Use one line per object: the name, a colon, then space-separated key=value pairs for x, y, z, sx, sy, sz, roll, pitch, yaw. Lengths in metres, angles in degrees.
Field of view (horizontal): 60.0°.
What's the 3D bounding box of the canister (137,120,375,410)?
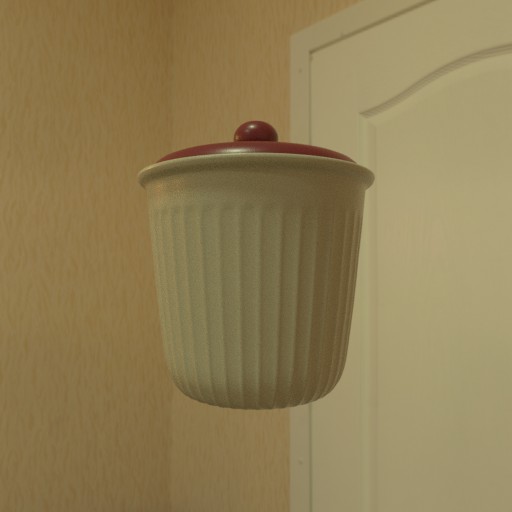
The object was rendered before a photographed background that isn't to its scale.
canister: x=0.000 y=0.000 z=0.348 sx=0.181 sy=0.211 sz=0.181 roll=0 pitch=-1 yaw=0
